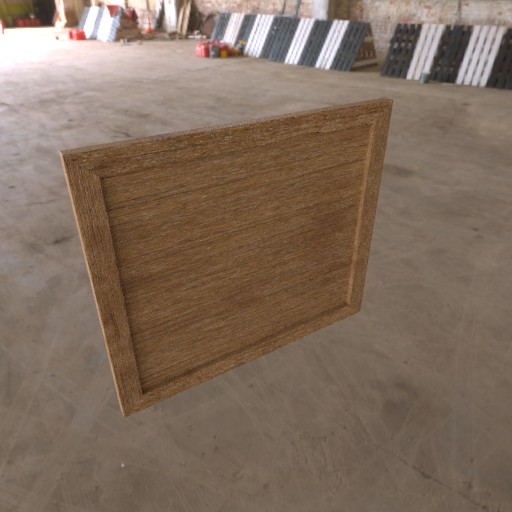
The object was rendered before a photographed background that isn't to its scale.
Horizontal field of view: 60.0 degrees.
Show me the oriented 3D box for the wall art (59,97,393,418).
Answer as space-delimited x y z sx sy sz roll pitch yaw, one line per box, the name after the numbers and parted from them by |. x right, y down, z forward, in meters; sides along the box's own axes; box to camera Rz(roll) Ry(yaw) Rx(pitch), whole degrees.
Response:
0.000 0.000 0.973 0.690 0.588 0.026 -18 36 -27 | wall art
